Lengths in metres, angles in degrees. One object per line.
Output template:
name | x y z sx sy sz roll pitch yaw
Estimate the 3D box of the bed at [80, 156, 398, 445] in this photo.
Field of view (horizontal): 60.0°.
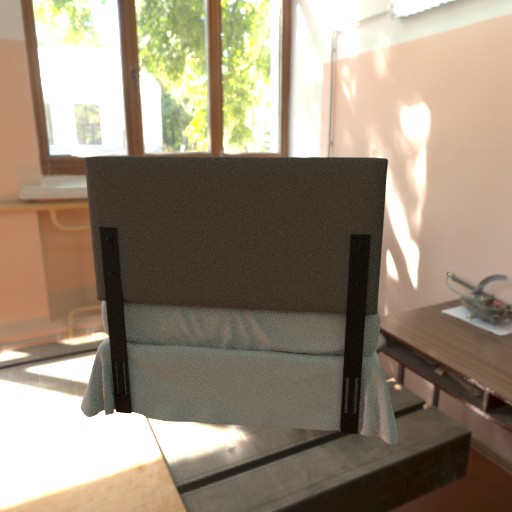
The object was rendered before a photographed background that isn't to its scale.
bed | 0.000 0.000 3.477 1.936 1.577 2.222 2 14 8
